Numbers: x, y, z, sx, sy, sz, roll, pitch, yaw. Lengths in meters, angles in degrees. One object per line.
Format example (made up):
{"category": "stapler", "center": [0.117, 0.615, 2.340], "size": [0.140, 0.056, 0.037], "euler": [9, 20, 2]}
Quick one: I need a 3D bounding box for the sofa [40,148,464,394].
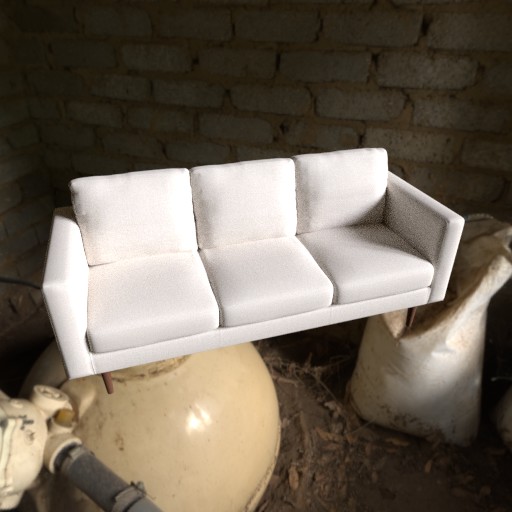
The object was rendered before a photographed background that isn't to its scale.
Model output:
{"category": "sofa", "center": [0.000, 0.000, 2.429], "size": [2.029, 0.912, 0.802], "euler": [-9, 33, -15]}
